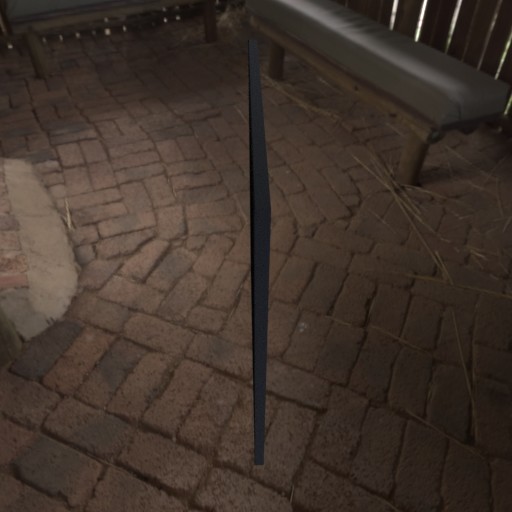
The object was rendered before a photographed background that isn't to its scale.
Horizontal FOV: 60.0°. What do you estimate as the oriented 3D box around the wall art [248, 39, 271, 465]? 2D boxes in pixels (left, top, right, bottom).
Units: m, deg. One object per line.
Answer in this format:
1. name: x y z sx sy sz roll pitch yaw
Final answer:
1. wall art: 0.000 0.000 0.496 0.010 0.361 0.311 -1 43 -1
